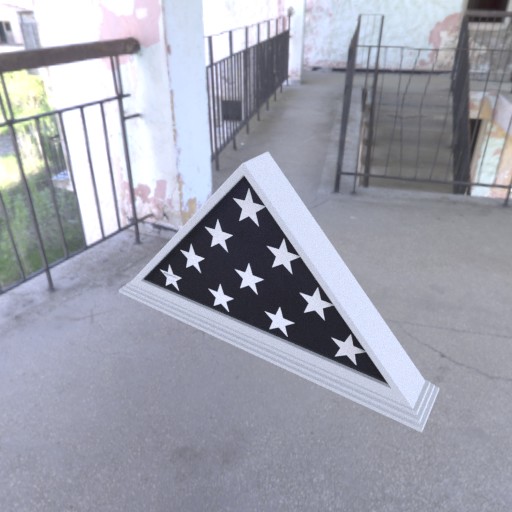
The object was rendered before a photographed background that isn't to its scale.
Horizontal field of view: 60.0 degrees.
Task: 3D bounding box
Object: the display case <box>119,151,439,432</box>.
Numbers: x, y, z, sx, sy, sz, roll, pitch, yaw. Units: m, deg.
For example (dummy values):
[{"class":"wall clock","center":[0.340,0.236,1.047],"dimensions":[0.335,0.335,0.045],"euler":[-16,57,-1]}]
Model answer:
[{"class":"display case","center":[0.000,0.000,0.743],"dimensions":[0.640,0.340,0.095],"euler":[19,35,29]}]
